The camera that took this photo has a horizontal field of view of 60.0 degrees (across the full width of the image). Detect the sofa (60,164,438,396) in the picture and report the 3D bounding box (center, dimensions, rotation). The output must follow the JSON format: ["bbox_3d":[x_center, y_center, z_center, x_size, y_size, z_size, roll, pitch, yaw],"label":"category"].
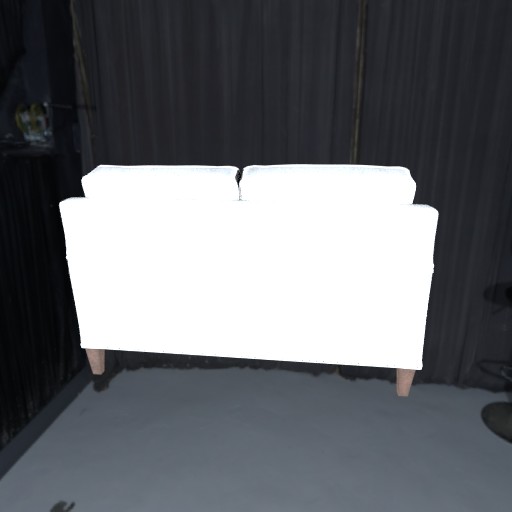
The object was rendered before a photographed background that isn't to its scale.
[{"bbox_3d":[0.000,0.000,2.330,1.597,1.003,1.084,2,16,7],"label":"sofa"}]
